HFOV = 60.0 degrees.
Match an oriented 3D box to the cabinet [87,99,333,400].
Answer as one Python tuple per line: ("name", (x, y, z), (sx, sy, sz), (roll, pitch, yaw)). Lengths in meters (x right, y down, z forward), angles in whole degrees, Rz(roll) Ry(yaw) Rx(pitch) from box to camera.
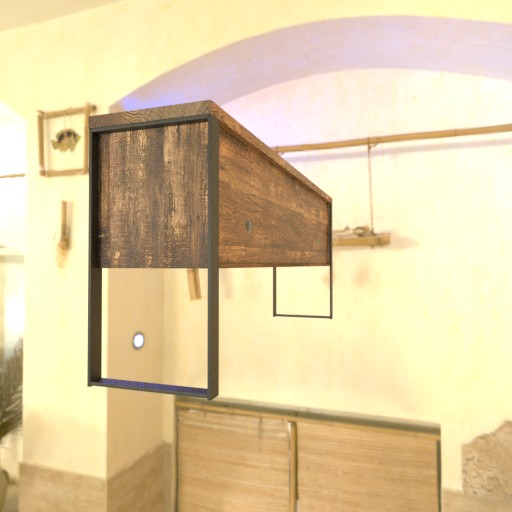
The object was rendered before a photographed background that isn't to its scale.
("cabinet", (0.000, 0.000, 2.034), (0.395, 0.762, 1.800), (0, -1, 20))
